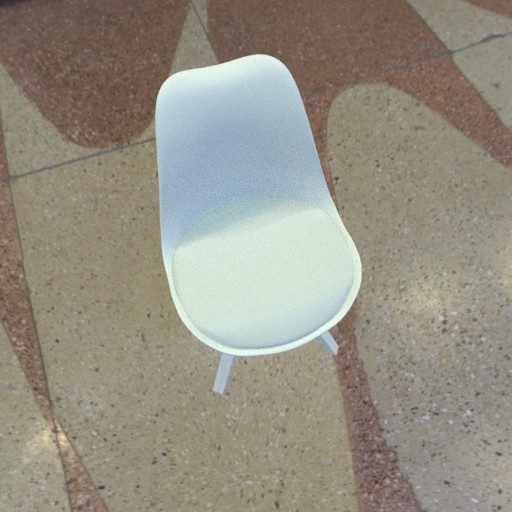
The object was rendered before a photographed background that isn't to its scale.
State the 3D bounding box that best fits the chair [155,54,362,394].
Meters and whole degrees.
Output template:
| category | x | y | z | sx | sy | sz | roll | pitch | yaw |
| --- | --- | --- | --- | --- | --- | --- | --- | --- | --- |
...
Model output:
| category | x | y | z | sx | sy | sz | roll | pitch | yaw |
| --- | --- | --- | --- | --- | --- | --- | --- | --- | --- |
| chair | 0.000 | 0.000 | 1.213 | 0.485 | 0.850 | 0.550 | -17 | 65 | -8 |
